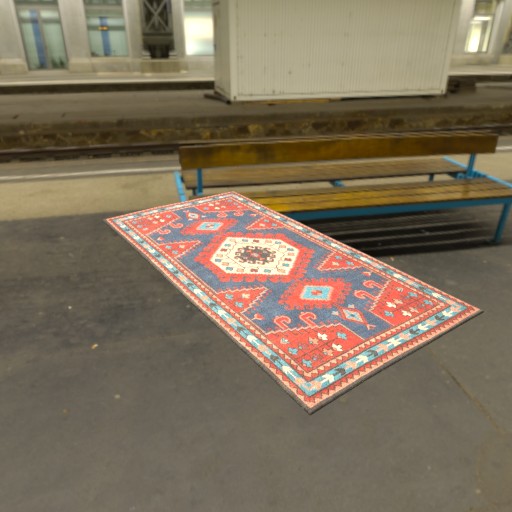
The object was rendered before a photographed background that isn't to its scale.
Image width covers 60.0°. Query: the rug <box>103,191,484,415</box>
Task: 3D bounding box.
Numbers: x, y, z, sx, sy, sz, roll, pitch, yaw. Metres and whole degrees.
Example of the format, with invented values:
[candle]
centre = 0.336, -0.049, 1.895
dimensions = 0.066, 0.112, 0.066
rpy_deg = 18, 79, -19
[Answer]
[rug]
centre = 0.000, 0.000, 3.612
dimensions = 1.522, 0.034, 3.032
rpy_deg = -18, 32, -31
